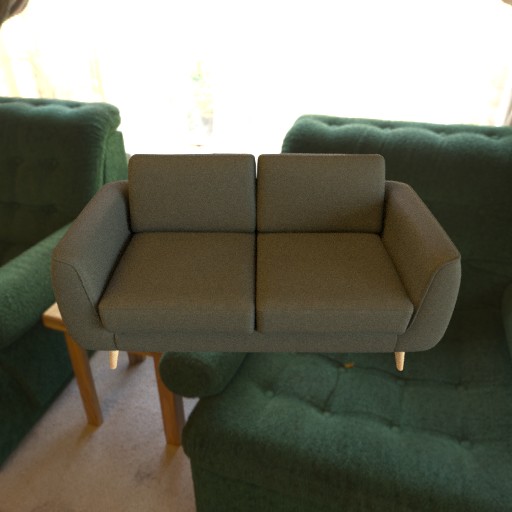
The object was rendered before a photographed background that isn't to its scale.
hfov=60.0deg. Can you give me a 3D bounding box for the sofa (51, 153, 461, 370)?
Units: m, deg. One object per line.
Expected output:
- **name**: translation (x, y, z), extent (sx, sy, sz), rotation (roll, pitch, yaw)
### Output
- **sofa**: translation (0.000, 0.000, 2.220), extent (1.700, 0.850, 0.920), rotation (0, 31, 0)
